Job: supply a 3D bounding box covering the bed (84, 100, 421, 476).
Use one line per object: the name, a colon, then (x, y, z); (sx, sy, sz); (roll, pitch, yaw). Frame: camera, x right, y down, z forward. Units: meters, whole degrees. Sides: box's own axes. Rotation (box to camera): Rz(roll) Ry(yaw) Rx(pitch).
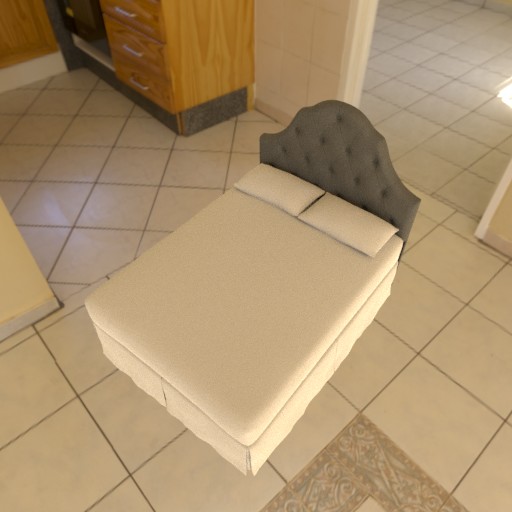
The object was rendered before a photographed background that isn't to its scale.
bed: (0.000, 0.000, 3.309); (1.636, 1.575, 2.155); (30, 54, 25)
